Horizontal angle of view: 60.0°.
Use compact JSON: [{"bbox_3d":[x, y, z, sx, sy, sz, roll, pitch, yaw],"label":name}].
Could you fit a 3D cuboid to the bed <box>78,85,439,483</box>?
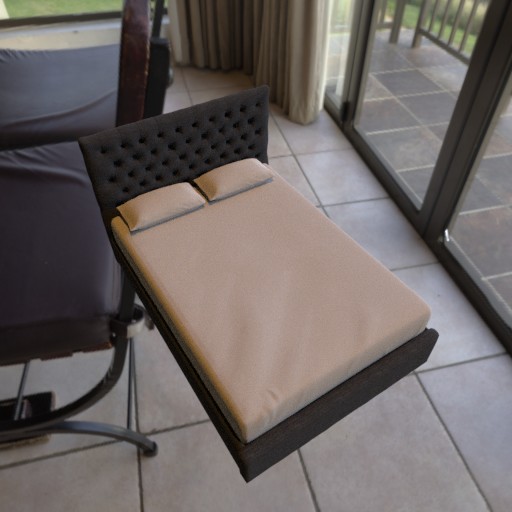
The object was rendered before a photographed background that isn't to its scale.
[{"bbox_3d":[0.000,0.000,3.418,1.698,1.427,2.387,-24,51,-22],"label":"bed"}]
